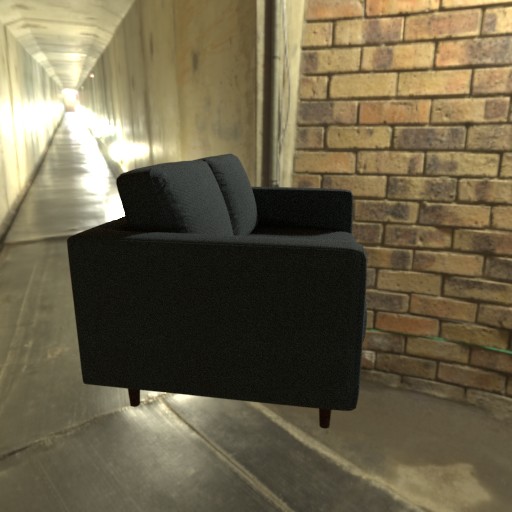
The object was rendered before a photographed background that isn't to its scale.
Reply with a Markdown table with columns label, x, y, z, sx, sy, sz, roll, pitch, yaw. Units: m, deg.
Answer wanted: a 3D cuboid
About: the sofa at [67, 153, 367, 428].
| label | x | y | z | sx | sy | sz | roll | pitch | yaw |
| --- | --- | --- | --- | --- | --- | --- | --- | --- | --- |
| sofa | 0.000 | 0.000 | 2.152 | 0.999 | 0.930 | 1.518 | 3 | 16 | 10 |
